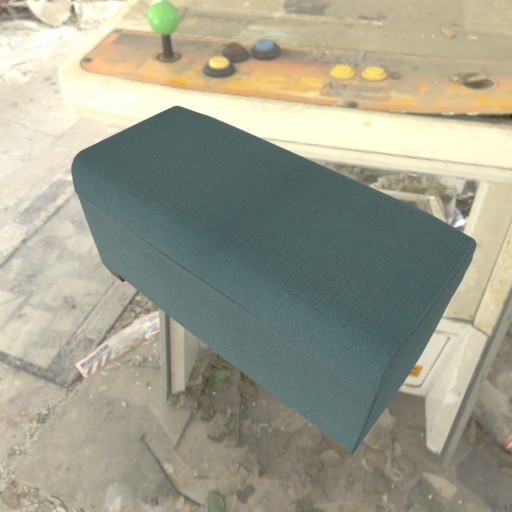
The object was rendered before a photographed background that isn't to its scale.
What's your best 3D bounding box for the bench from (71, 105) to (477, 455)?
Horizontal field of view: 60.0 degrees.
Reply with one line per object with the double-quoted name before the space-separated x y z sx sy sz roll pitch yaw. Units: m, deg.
"bench" 0.000 0.000 1.246 0.995 0.474 0.476 31 53 27
